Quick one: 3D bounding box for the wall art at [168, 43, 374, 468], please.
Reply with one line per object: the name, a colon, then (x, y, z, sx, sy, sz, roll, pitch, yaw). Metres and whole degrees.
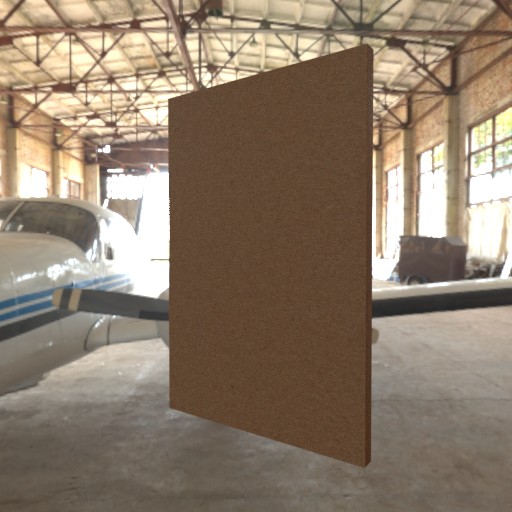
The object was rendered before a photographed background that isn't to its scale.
wall art: (0.000, 0.000, 1.146, 0.610, 0.914, 0.037, 1, 2, 36)
